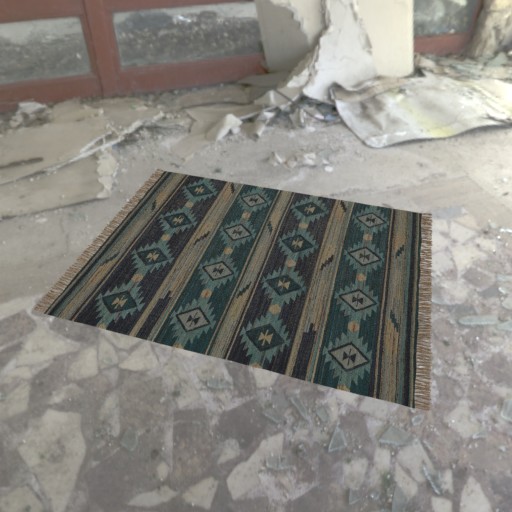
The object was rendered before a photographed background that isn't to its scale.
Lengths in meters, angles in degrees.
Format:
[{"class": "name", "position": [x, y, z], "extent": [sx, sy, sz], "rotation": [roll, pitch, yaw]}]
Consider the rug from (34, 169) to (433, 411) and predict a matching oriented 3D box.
[{"class": "rug", "position": [0.000, 0.000, 4.309], "extent": [3.307, 0.047, 2.418], "rotation": [11, 43, 12]}]
